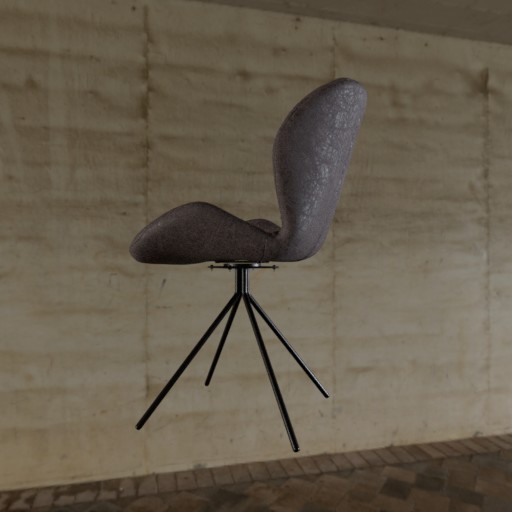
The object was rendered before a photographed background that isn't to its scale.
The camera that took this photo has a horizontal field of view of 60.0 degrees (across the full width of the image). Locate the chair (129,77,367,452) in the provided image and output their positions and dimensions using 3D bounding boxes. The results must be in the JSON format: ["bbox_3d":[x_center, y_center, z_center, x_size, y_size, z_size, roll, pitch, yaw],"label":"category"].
[{"bbox_3d":[0.000,0.000,1.313,0.640,0.934,0.527,0,0,19],"label":"chair"}]
